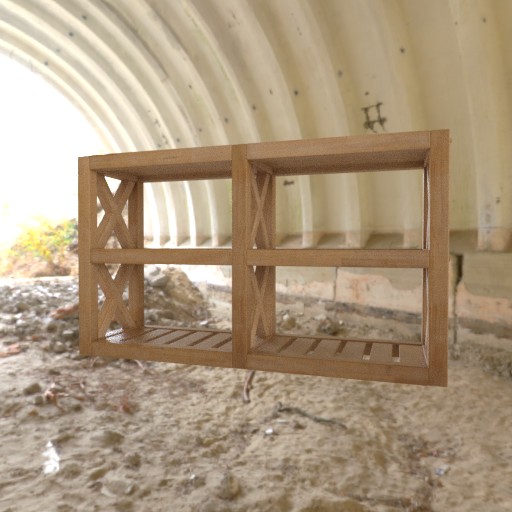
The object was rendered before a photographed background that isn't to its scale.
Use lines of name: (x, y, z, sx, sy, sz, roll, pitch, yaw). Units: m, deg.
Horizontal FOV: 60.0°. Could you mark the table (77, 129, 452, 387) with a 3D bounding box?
table: (0.000, 0.000, 1.679, 1.320, 0.762, 0.381, 0, 1, 18)
